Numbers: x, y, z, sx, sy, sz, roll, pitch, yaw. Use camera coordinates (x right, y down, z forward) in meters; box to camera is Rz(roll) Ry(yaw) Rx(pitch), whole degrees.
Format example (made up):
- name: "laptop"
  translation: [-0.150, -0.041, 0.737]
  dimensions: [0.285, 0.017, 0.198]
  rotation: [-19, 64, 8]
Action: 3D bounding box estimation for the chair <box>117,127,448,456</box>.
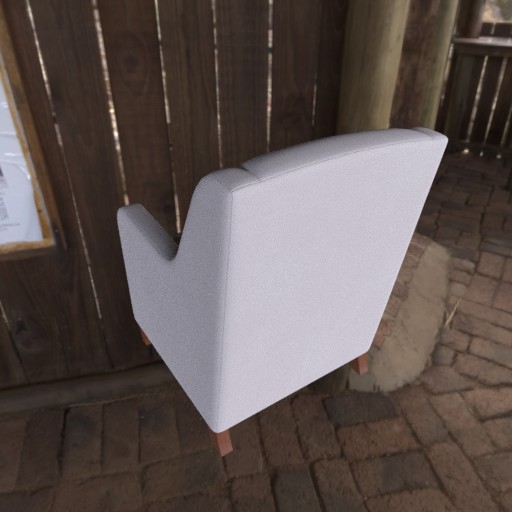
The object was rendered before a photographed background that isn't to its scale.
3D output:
- name: "chair"
  translation: [0.000, 0.000, 1.580]
  dimensions: [0.715, 1.010, 0.863]
  rotation: [-19, 35, -29]
